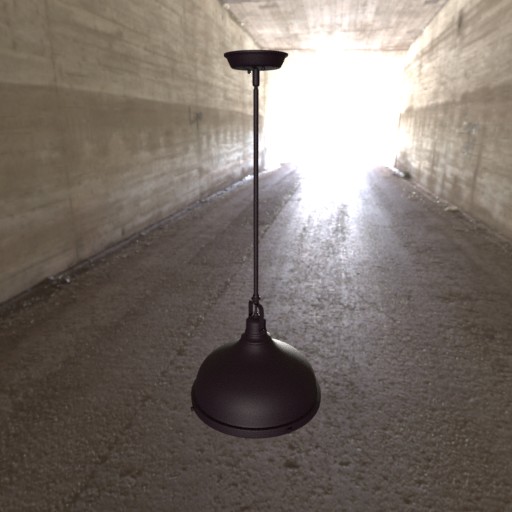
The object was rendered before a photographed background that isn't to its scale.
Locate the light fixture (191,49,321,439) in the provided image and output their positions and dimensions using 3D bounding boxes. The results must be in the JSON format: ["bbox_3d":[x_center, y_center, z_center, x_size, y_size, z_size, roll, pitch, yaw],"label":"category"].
[{"bbox_3d":[0.000,0.000,1.017,0.341,0.849,0.341,-8,19,-25],"label":"light fixture"}]
